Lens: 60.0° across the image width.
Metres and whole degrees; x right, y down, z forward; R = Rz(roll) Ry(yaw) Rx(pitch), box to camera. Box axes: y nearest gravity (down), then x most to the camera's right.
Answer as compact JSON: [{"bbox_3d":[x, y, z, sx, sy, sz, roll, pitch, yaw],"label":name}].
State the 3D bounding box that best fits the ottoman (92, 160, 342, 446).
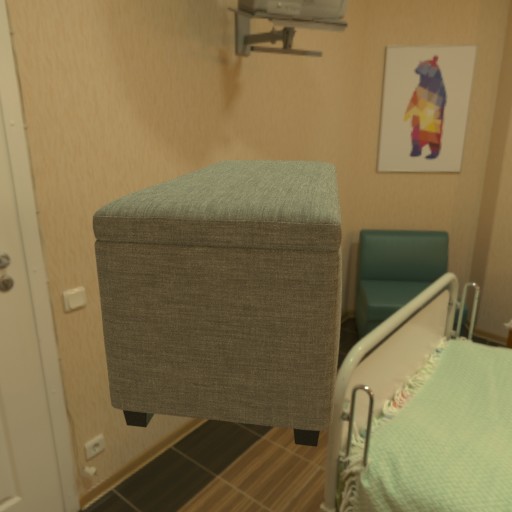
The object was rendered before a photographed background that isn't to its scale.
[{"bbox_3d":[0.000,0.000,1.141,0.419,0.432,0.902,3,17,9],"label":"ottoman"}]
